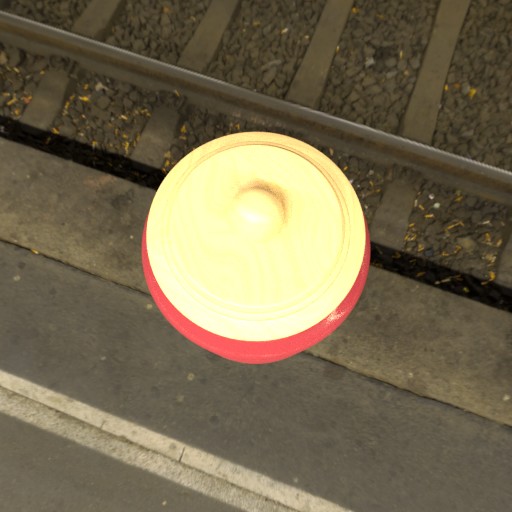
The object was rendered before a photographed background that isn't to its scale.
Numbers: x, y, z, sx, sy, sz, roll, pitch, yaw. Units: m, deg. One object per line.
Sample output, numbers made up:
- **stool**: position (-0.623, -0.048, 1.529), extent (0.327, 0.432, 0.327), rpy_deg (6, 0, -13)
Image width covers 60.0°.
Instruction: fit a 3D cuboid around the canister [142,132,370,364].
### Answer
- **canister**: position (0.000, 0.000, 0.280), extent (0.130, 0.176, 0.130), rpy_deg (0, 75, 0)
